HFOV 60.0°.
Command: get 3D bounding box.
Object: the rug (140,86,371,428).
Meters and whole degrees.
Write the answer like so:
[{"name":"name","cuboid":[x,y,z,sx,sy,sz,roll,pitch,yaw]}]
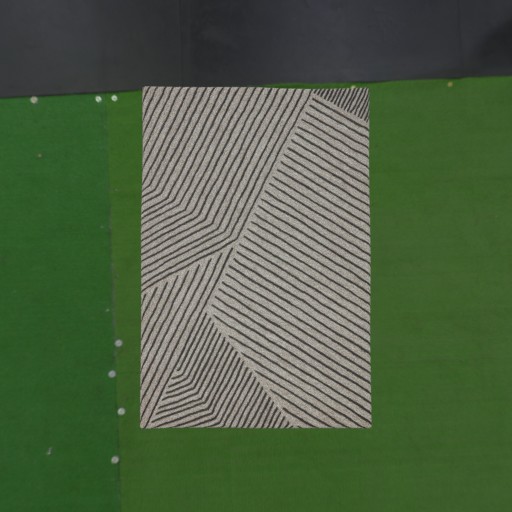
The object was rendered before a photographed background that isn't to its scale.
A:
[{"name":"rug","cuboid":[0.000,0.000,2.390,1.237,0.019,1.842,0,89,-1]}]
